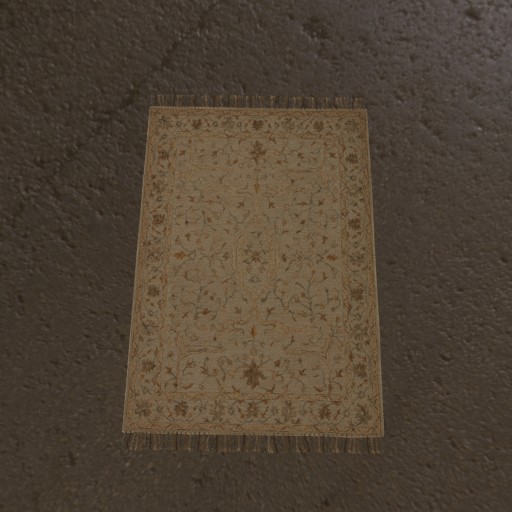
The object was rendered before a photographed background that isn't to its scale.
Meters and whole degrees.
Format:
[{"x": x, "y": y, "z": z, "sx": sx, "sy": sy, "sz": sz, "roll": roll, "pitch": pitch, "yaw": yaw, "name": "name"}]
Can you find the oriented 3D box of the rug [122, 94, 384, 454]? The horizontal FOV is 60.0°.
[{"x": 0.000, "y": 0.000, "z": 2.263, "sx": 1.218, "sy": 0.017, "sz": 1.861, "roll": 1, "pitch": 76, "yaw": 0, "name": "rug"}]
